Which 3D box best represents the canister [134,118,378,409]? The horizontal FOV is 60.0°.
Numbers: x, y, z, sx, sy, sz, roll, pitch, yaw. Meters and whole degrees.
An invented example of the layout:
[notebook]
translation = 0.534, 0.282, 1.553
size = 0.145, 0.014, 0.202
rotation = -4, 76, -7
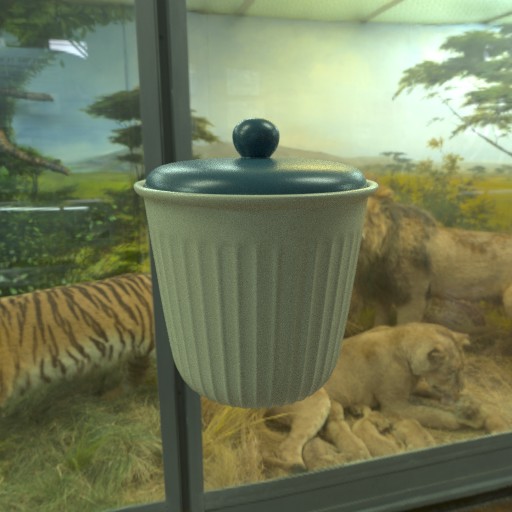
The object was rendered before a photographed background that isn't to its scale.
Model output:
[canister]
translation = 0.000, 0.000, 0.354
size = 0.181, 0.211, 0.181
rotation = 0, 15, 0
